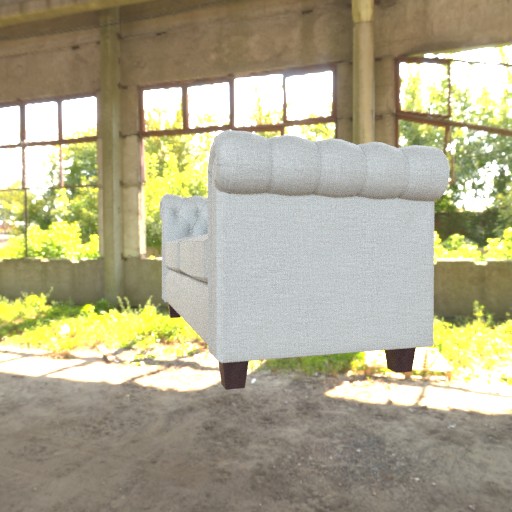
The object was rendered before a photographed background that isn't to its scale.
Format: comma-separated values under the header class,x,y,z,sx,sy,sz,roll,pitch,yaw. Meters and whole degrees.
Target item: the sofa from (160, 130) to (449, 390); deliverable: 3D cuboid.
class,x,y,z,sx,sy,sz,roll,pitch,yaw
sofa,0.000,0.000,2.189,0.783,0.797,1.798,0,1,-17
